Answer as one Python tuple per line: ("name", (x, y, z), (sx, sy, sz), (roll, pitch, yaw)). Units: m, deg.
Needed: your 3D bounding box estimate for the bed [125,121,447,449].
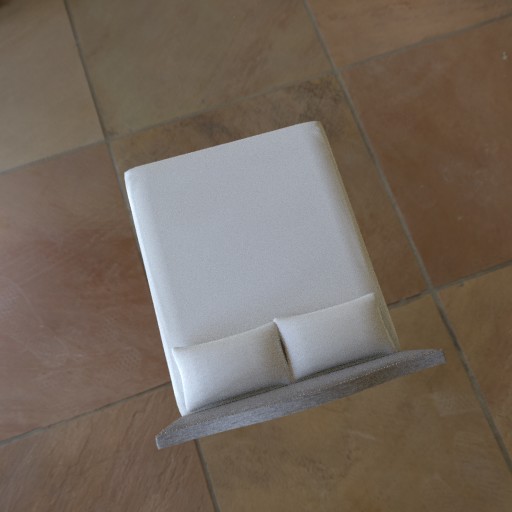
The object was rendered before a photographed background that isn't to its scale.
("bed", (0.000, 0.000, 2.949), (1.610, 1.295, 1.870), (-16, 77, -4))
